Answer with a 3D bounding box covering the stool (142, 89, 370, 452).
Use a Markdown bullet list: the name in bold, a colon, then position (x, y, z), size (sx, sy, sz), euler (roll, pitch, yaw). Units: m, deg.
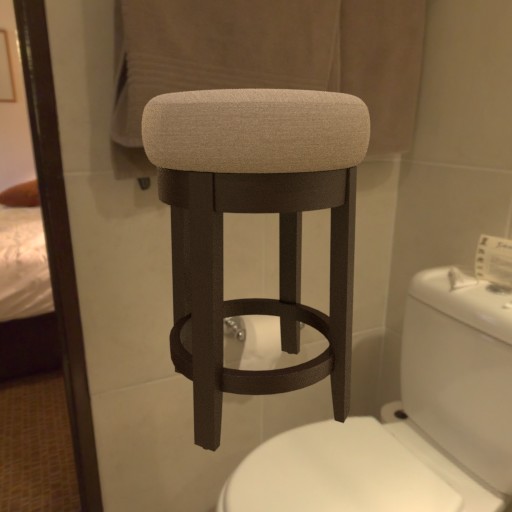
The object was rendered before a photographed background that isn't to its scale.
- **stool**: position (0.000, 0.000, 0.958), size (0.443, 0.672, 0.443), euler (0, 17, 0)
